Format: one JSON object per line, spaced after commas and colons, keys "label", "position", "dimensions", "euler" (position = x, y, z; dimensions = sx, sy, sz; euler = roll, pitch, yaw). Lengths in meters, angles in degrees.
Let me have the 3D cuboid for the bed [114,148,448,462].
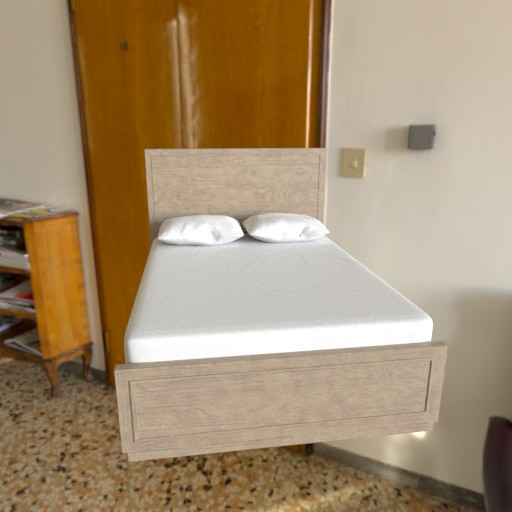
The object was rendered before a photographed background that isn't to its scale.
{"label": "bed", "position": [0.000, 0.000, 3.077], "dimensions": [1.606, 1.369, 2.189], "euler": [-2, 16, -8]}
